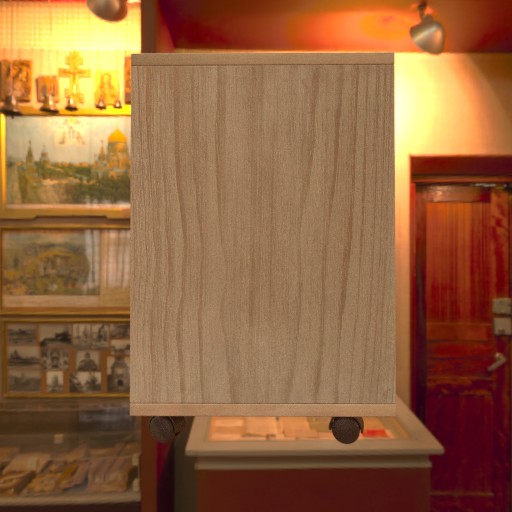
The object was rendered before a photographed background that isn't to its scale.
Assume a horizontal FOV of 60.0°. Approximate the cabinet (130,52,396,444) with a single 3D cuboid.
[{"bbox_3d":[0.000,0.000,0.836,0.401,0.579,0.409,0,-1,1],"label":"cabinet"}]
